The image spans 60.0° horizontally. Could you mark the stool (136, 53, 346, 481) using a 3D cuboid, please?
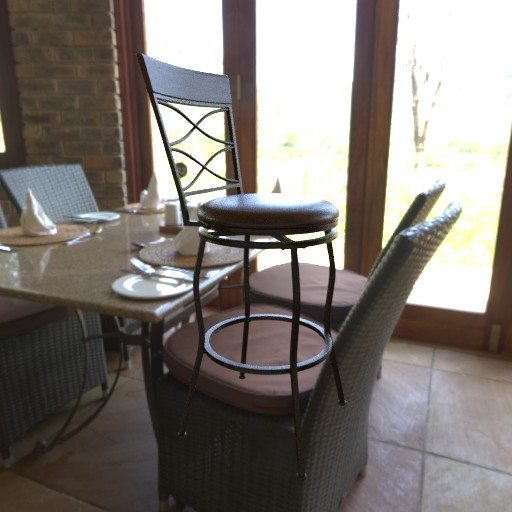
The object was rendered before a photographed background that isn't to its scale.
[{"bbox_3d":[0.000,0.000,1.376,0.513,1.130,0.448,7,16,26],"label":"stool"}]
